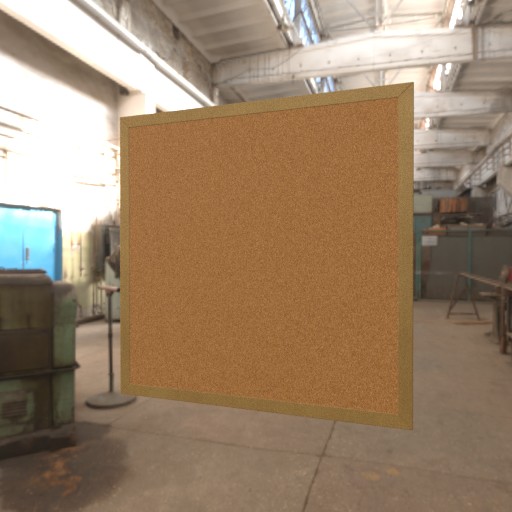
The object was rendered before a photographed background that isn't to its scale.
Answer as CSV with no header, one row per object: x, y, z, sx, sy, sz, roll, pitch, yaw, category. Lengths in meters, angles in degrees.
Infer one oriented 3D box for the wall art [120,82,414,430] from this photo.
0.000,0.000,0.456,0.305,0.305,0.038,0,0,19,wall art
